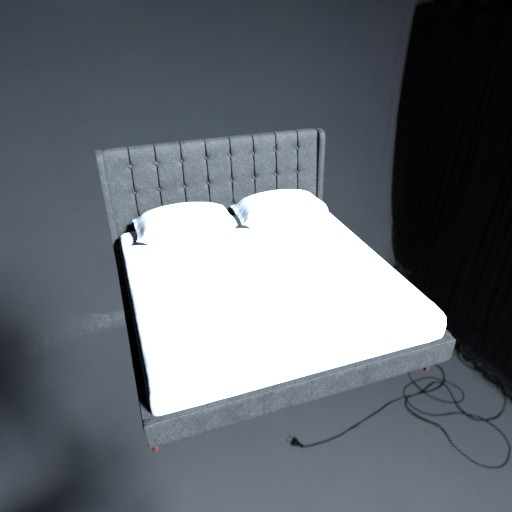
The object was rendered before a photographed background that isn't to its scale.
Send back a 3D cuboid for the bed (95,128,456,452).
[{"bbox_3d":[0.000,0.000,2.533,1.531,0.933,1.638,-10,33,-17],"label":"bed"}]
